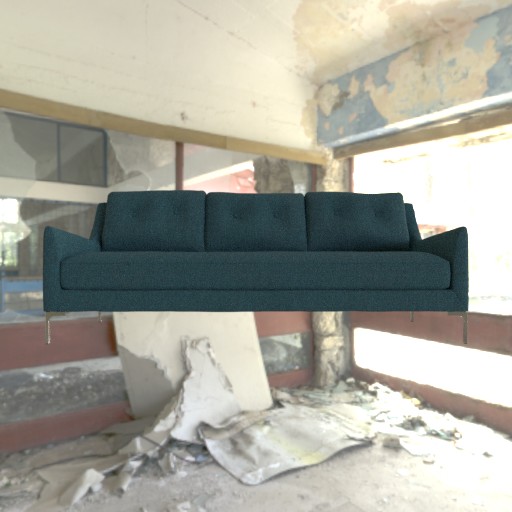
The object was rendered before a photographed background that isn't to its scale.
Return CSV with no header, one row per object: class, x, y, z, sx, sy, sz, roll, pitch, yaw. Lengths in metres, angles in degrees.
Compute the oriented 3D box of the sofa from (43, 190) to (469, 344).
sofa,0.000,0.000,2.516,2.060,0.837,0.849,0,0,0
